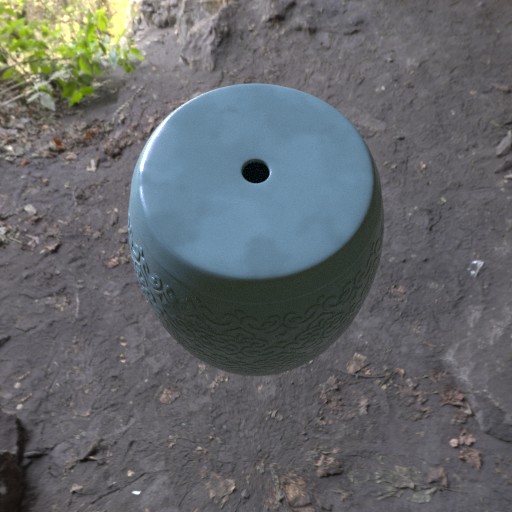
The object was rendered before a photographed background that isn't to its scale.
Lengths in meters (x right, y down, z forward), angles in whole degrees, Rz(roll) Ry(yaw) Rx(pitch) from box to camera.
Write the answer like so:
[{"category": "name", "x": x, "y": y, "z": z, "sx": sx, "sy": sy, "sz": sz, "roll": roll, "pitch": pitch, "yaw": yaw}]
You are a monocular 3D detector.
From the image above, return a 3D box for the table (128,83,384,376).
[{"category": "table", "x": 0.000, "y": 0.000, "z": 0.607, "sx": 0.309, "sy": 0.397, "sz": 0.309, "roll": 0, "pitch": 65, "yaw": 0}]
